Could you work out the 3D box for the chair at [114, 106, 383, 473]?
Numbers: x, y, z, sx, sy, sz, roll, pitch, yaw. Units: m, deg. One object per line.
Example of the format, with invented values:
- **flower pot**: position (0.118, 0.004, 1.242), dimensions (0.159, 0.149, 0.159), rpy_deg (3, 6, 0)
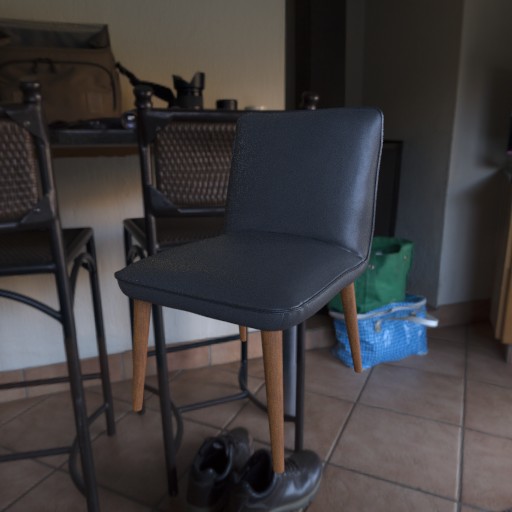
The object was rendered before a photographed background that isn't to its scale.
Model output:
- **chair**: position (0.000, 0.000, 1.209), dimensions (0.543, 0.801, 0.645), rpy_deg (7, 15, 27)
